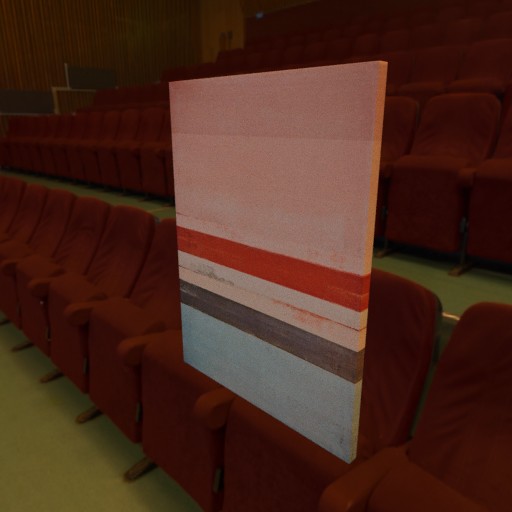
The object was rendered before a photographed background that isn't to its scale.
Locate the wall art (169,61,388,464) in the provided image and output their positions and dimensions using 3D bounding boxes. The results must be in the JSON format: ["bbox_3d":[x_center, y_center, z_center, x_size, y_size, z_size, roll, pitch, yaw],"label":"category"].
[{"bbox_3d":[0.000,0.000,1.334,0.039,1.016,0.761,-16,23,-42],"label":"wall art"}]
